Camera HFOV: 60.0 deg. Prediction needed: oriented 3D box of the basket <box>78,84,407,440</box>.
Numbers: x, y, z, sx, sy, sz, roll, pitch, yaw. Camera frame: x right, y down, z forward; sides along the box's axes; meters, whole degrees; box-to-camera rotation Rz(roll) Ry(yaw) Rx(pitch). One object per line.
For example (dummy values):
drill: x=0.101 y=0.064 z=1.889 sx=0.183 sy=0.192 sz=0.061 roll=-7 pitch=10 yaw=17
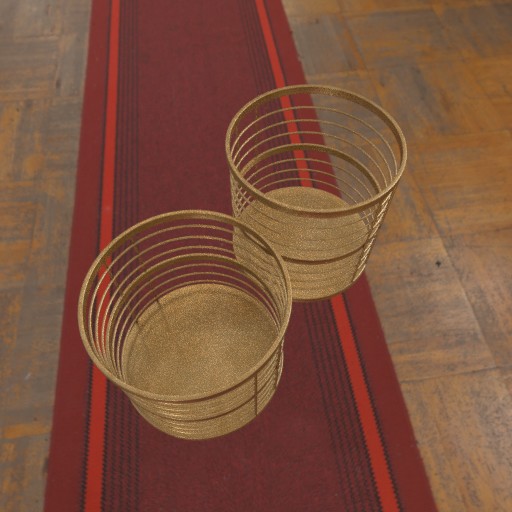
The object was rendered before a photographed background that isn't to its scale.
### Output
basket: x=0.000 y=0.000 z=0.935 sx=0.356 sy=0.351 sz=0.746 roll=32 pitch=63 yaw=19
